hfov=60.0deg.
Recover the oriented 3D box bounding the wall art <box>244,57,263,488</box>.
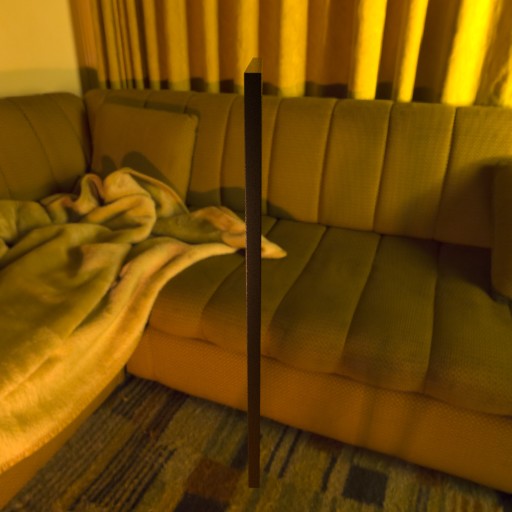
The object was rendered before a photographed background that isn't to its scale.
[{"bbox_3d":[0.000,0.000,0.540,0.013,0.432,0.304,0,26,1],"label":"wall art"}]
